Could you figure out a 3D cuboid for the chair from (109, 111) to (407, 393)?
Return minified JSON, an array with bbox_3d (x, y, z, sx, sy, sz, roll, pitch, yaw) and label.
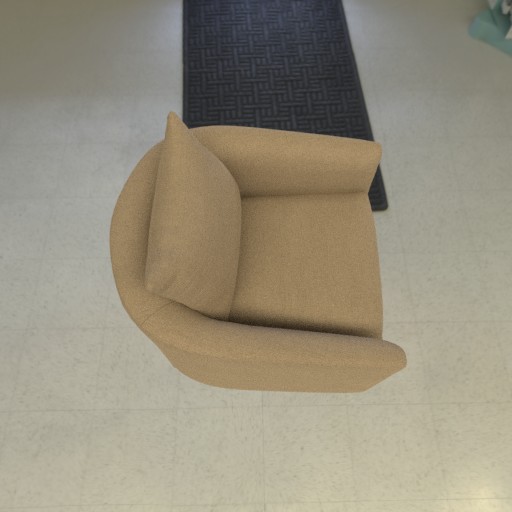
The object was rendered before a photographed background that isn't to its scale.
[{"bbox_3d":[0.000,0.000,1.595,0.910,0.848,0.845,2,65,1],"label":"chair"}]
